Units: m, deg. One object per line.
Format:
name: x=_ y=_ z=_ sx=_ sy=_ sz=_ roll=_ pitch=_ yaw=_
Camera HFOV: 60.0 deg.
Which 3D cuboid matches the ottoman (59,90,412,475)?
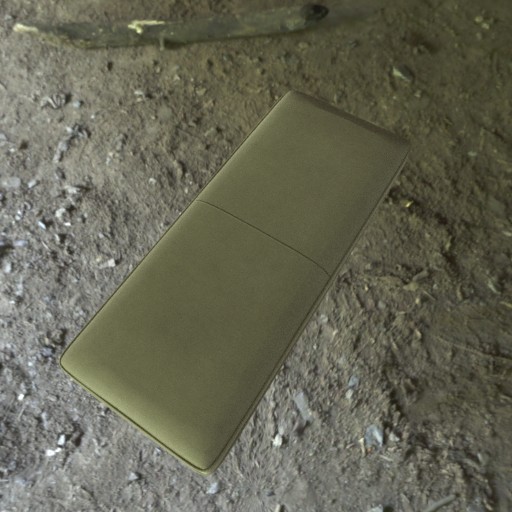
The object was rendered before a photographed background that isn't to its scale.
ottoman: x=0.000 y=0.000 z=2.023 sx=0.735 sy=0.460 sz=1.726 roll=30 pitch=66 yaw=15
